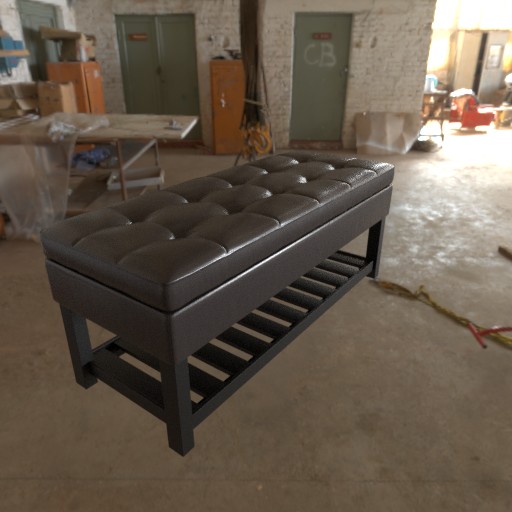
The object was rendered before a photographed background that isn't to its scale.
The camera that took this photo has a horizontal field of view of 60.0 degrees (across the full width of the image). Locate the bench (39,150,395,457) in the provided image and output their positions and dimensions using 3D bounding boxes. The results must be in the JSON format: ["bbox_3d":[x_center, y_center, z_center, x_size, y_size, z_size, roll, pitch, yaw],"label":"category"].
[{"bbox_3d":[0.000,0.000,1.373,0.432,0.460,1.105,17,30,33],"label":"bench"}]
